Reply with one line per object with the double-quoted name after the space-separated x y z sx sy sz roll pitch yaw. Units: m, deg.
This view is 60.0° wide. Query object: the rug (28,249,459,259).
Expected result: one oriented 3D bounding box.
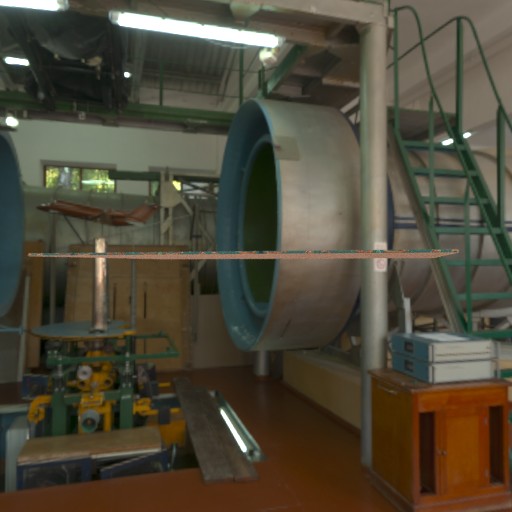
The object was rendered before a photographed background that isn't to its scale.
0.000 0.000 2.932 2.290 0.016 1.527 0 -1 18 "rug"
